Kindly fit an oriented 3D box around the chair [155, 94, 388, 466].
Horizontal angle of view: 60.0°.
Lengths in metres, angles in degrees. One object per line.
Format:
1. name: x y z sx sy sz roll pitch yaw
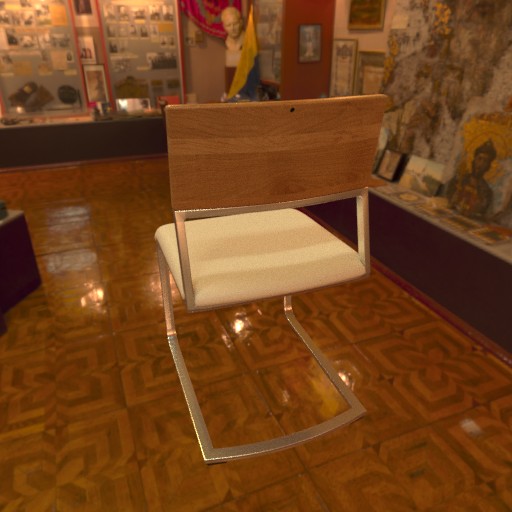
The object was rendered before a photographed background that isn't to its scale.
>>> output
1. chair: 0.000 0.000 1.196 0.467 0.844 0.585 -9 28 -18
